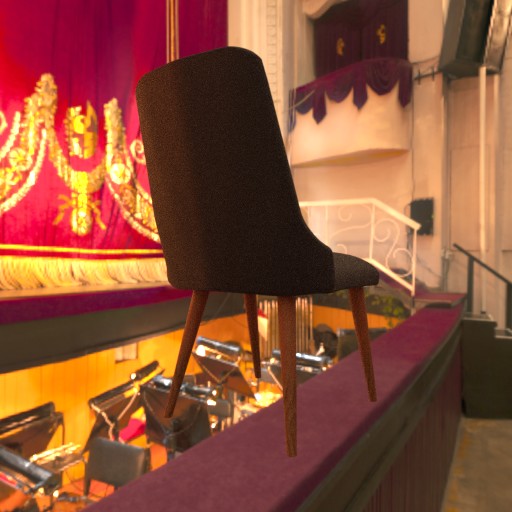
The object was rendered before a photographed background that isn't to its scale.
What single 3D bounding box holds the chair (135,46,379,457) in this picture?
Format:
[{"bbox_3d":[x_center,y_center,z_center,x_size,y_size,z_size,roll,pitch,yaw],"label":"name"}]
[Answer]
[{"bbox_3d":[0.000,0.000,1.144,0.504,0.820,0.567,1,1,35],"label":"chair"}]
